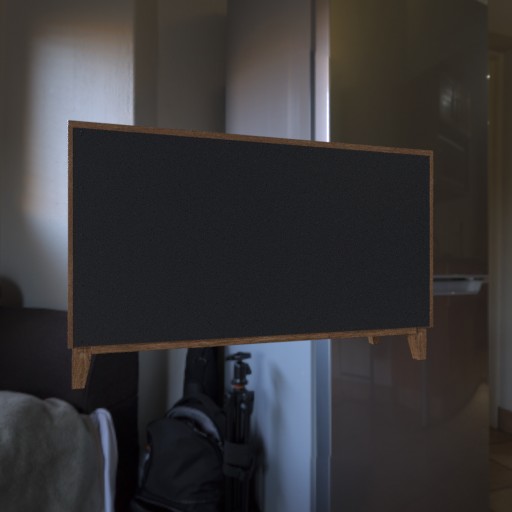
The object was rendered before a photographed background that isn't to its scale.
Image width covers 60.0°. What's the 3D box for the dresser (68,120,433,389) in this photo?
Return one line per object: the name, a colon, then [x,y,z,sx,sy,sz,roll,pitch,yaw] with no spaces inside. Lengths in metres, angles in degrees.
dresser: [0.000,0.000,1.838,1.400,0.873,0.446,0,0,-17]
